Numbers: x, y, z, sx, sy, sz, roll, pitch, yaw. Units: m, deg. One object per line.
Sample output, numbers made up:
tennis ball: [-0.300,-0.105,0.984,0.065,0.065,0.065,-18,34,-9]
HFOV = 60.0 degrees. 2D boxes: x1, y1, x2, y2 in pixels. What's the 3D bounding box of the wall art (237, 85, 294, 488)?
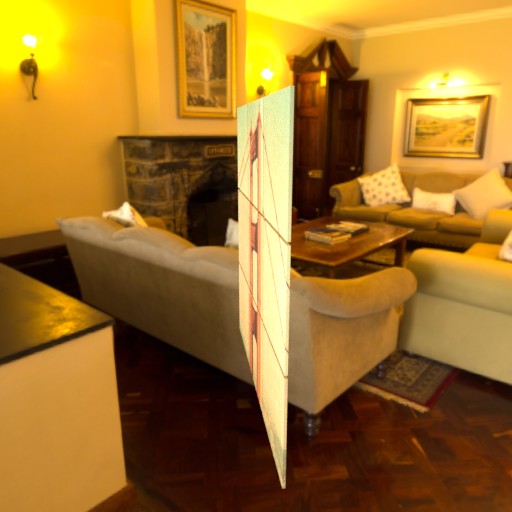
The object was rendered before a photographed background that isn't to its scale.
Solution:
wall art: [0.000,0.000,2.301,0.013,1.523,1.517,-2,16,-8]
